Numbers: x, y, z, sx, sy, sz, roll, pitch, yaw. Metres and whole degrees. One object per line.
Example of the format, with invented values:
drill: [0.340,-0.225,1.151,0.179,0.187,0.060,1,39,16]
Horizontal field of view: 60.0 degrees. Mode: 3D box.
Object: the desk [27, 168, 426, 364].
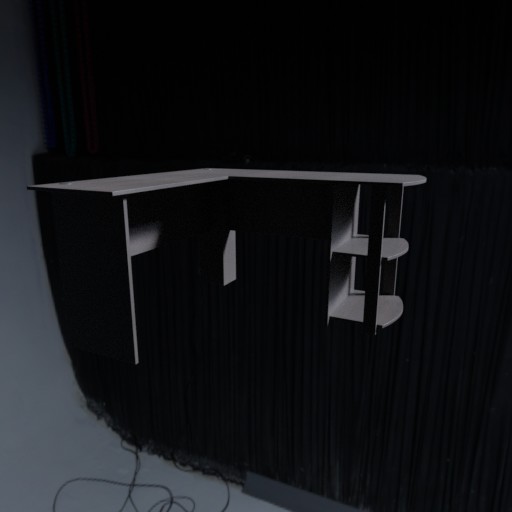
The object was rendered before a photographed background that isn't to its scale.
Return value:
desk: [0.000,0.000,2.097,1.361,0.716,1.303,7,16,26]
